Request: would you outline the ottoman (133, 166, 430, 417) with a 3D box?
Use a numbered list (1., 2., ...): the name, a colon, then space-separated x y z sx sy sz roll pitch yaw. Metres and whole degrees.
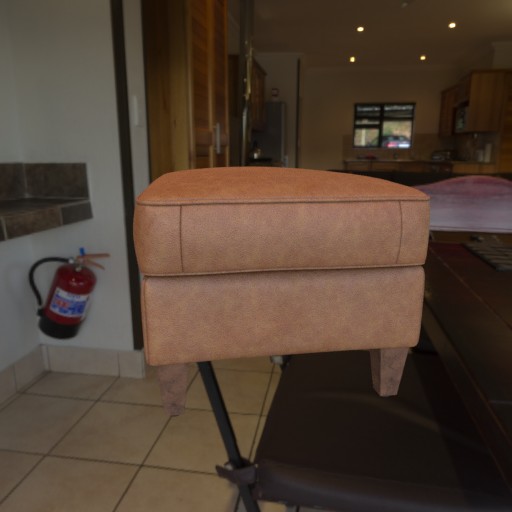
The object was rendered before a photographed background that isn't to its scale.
1. ottoman: 0.000 0.000 1.231 0.584 0.483 0.864 -2 13 -9
